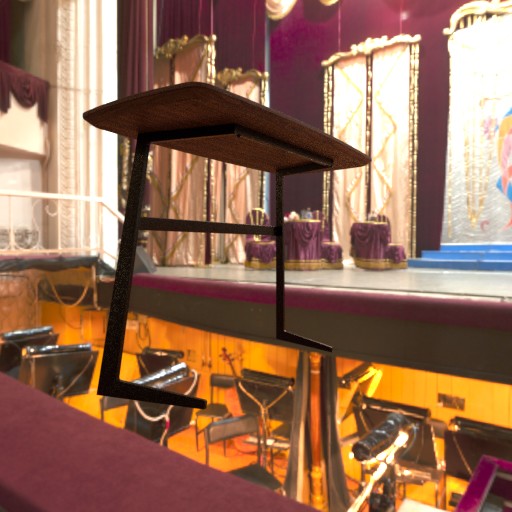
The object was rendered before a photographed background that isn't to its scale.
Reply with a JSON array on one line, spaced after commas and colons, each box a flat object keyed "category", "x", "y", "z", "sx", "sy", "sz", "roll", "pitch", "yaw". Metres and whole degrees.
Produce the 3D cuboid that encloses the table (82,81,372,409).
[{"category": "table", "x": 0.000, "y": 0.000, "z": 1.119, "sx": 0.361, "sy": 0.576, "sz": 0.804, "roll": 1, "pitch": 1, "yaw": 35}]
